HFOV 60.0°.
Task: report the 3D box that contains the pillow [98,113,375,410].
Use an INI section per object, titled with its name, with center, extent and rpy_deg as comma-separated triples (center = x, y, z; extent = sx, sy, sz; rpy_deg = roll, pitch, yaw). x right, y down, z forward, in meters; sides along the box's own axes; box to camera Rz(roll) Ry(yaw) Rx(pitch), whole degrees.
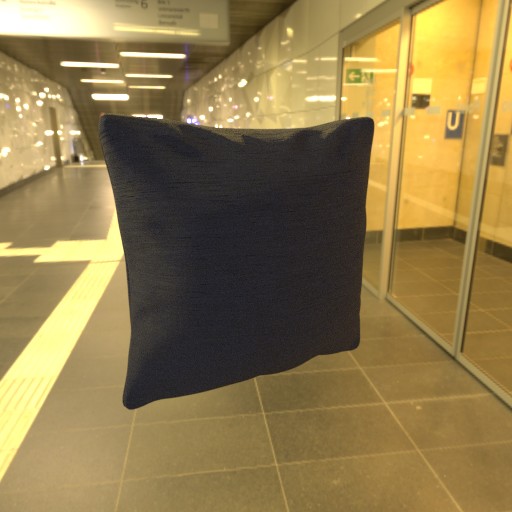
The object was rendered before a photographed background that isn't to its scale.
[pillow]
center = 0.000, 0.000, 0.682
extent = 0.432, 0.414, 0.246
rpy_deg = -8, 18, -26
